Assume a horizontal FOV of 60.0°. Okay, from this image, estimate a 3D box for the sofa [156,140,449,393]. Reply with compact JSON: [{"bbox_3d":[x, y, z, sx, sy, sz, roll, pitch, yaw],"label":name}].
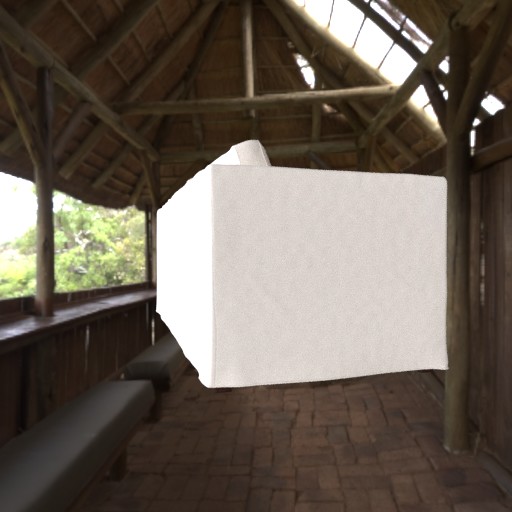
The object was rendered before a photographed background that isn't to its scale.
[{"bbox_3d":[0.000,0.000,2.461,0.940,0.870,1.987,0,1,-17],"label":"sofa"}]
